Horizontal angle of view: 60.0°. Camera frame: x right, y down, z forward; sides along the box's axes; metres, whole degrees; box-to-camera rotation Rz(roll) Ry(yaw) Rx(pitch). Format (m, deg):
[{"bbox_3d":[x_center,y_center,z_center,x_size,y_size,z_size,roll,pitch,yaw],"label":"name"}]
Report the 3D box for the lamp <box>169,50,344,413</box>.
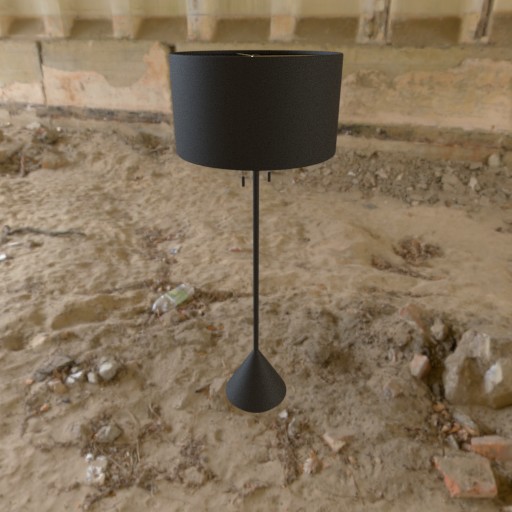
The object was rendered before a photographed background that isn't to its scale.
[{"bbox_3d":[0.000,0.000,1.828,0.580,1.526,0.580,-8,28,-15],"label":"lamp"}]
